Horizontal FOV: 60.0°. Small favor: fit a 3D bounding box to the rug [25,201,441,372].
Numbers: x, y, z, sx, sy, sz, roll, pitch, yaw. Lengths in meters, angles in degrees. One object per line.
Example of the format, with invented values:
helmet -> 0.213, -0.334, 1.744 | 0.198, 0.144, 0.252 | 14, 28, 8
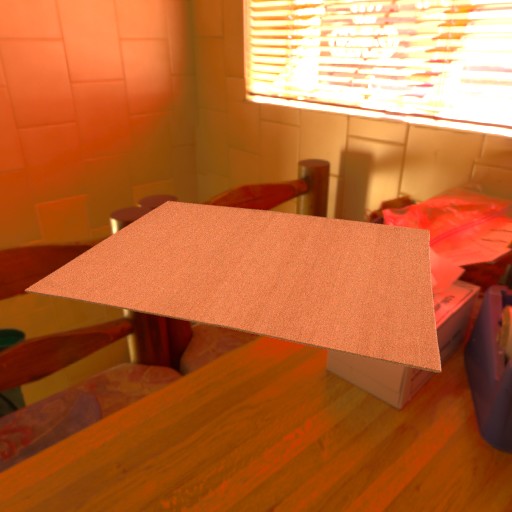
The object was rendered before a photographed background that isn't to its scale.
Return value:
rug -> 0.000, 0.000, 4.216 | 3.202, 0.045, 2.434 | 8, 27, 16
